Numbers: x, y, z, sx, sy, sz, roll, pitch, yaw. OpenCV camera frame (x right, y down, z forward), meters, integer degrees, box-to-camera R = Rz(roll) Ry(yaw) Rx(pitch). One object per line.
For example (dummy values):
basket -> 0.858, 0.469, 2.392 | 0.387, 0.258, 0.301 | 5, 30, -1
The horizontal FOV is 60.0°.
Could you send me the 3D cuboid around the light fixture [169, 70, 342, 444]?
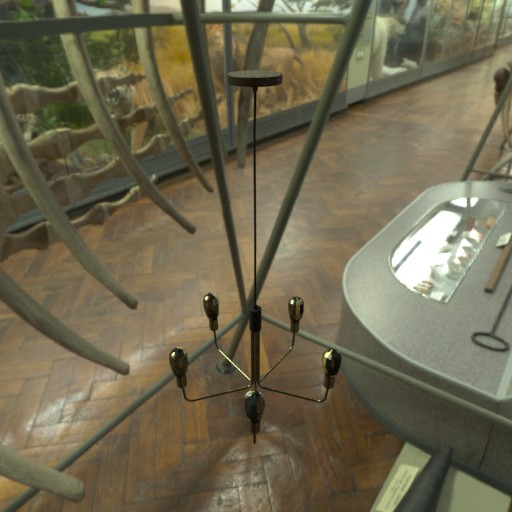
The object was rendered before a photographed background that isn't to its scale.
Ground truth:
light fixture -> 0.000, 0.000, 1.372 | 0.588, 1.059, 0.532 | 20, 35, 31
